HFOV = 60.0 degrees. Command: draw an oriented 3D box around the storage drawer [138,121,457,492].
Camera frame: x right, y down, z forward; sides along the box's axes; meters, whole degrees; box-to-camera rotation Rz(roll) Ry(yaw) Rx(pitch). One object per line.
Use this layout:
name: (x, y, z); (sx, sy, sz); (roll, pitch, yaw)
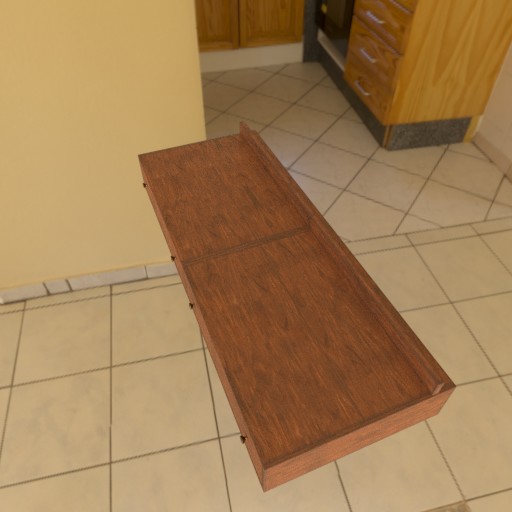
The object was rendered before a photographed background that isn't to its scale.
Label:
storage drawer: (0.000, 0.000, 2.172); (0.774, 0.339, 1.914); (-16, 48, -15)
